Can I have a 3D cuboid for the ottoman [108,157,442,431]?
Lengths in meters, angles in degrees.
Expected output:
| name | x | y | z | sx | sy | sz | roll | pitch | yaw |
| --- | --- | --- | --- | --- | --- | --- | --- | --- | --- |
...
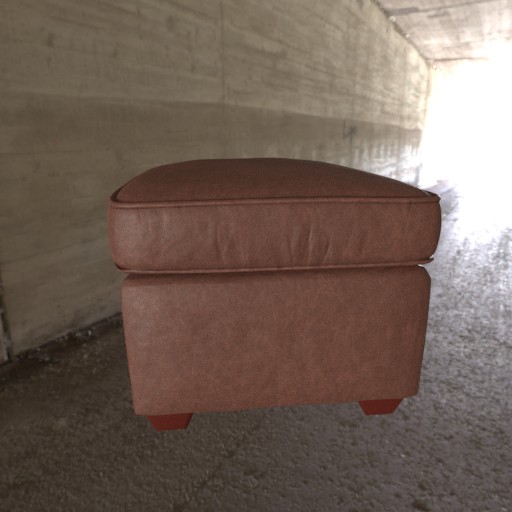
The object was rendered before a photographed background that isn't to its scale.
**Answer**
| name | x | y | z | sx | sy | sz | roll | pitch | yaw |
| --- | --- | --- | --- | --- | --- | --- | --- | --- | --- |
| ottoman | 0.000 | 0.000 | 1.059 | 0.548 | 0.449 | 0.749 | -2 | 16 | -7 |
